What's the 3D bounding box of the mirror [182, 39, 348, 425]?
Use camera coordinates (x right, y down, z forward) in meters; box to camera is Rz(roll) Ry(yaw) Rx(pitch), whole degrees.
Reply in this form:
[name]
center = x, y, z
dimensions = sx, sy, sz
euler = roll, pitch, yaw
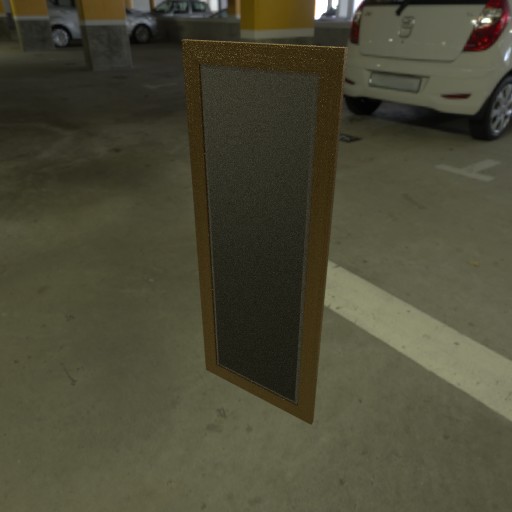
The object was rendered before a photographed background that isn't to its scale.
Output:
[mirror]
center = 0.000, 0.000, 2.343
dimensions = 0.812, 2.031, 0.025
euler = 19, 34, 30
